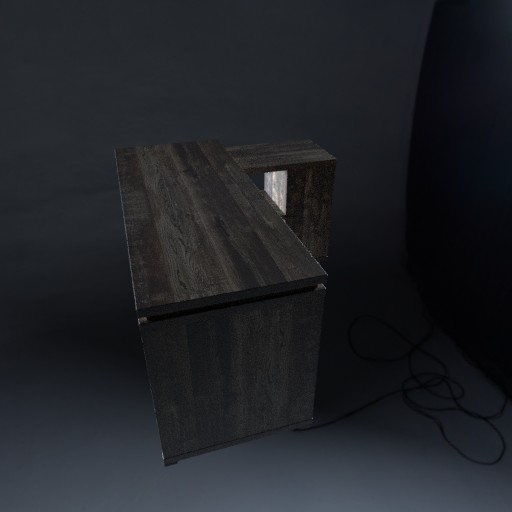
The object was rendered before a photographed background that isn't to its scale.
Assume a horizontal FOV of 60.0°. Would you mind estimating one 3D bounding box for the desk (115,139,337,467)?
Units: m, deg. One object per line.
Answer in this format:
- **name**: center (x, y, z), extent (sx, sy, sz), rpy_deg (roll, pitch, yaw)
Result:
- **desk**: center (0.000, 0.000, 2.244), extent (1.200, 0.753, 1.524), rpy_deg (-9, 33, -15)
